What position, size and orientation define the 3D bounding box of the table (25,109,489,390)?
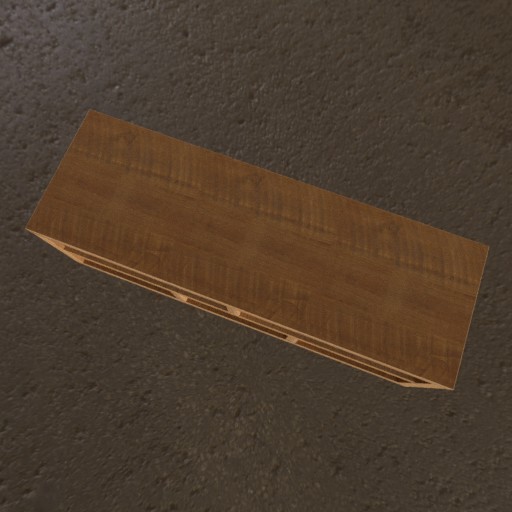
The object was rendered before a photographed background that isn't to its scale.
[{"bbox_3d":[0.000,0.000,1.743,1.499,0.491,0.499,20,76,5],"label":"table"}]
